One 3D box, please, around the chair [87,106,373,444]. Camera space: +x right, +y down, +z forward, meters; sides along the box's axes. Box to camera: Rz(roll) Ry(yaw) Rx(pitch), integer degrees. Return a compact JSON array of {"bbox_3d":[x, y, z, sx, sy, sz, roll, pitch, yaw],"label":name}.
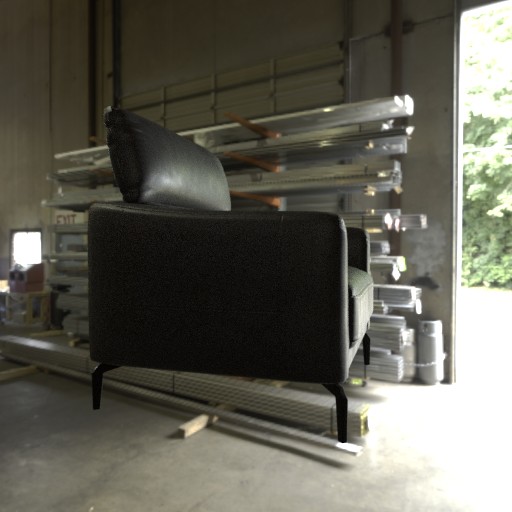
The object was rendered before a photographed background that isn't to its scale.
[{"bbox_3d":[0.000,0.000,1.643,0.809,0.949,0.976,0,1,18],"label":"chair"}]
